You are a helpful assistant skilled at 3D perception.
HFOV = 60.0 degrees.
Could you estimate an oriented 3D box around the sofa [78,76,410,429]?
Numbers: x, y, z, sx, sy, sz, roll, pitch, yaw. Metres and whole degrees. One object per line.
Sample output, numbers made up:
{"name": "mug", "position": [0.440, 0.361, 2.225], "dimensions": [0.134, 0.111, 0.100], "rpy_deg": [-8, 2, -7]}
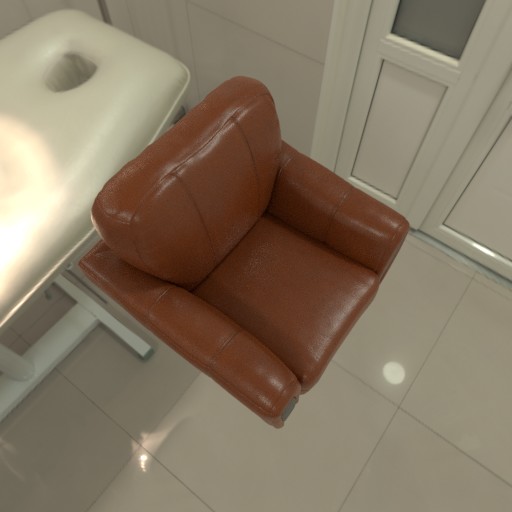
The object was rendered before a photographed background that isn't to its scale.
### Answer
{"name": "sofa", "position": [0.000, 0.000, 1.510], "dimensions": [0.789, 0.876, 0.836], "rpy_deg": [33, 65, 17]}
